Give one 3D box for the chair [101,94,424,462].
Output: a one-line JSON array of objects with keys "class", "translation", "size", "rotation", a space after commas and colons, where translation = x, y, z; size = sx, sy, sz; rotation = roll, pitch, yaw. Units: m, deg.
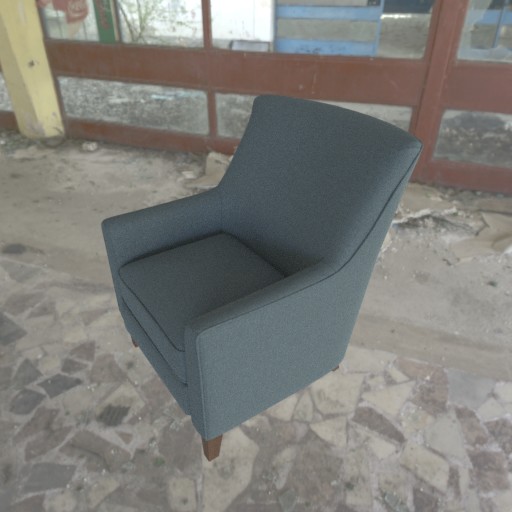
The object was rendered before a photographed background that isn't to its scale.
[{"class": "chair", "translation": [0.000, 0.000, 1.580], "size": [0.879, 0.916, 0.756], "rotation": [-20, 37, -29]}]
